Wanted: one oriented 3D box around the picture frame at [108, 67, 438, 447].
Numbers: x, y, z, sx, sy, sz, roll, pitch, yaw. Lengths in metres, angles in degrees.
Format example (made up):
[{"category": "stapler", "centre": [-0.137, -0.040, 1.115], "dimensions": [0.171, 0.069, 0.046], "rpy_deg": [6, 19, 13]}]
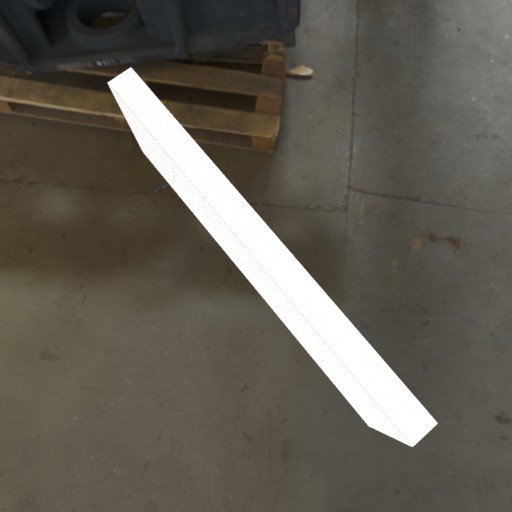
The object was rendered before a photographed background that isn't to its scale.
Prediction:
[{"category": "picture frame", "centre": [0.000, 0.000, 0.821], "dimensions": [0.050, 0.250, 0.759], "rpy_deg": [-38, 78, -9]}]
